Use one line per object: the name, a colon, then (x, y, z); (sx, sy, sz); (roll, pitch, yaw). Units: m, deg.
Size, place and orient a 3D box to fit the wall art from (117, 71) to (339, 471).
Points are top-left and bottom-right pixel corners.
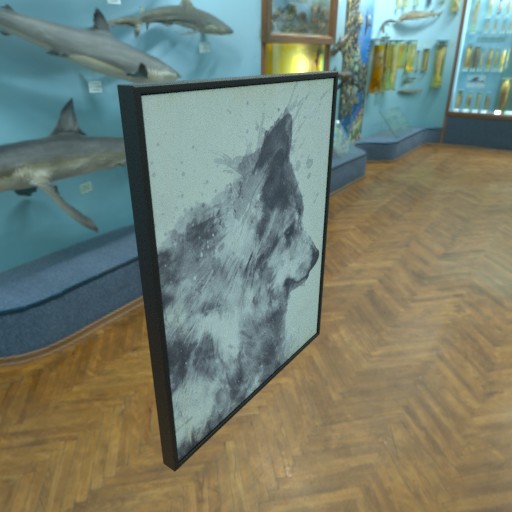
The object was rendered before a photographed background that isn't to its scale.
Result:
wall art: (0.000, 0.000, 0.733); (0.028, 0.551, 0.451); (17, 30, 33)
